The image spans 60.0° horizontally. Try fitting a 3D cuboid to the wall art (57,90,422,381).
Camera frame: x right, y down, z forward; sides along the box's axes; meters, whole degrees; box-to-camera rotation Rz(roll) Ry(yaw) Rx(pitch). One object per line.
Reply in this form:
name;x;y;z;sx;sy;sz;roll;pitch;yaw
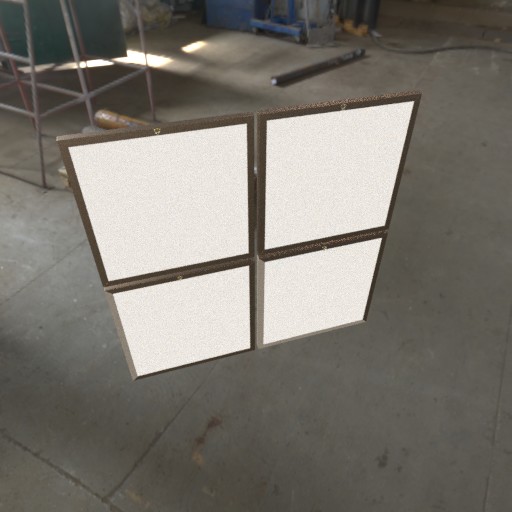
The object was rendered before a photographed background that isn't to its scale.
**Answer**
wall art;0.000;0.000;1.549;1.032;1.032;0.030;-12;42;-13
